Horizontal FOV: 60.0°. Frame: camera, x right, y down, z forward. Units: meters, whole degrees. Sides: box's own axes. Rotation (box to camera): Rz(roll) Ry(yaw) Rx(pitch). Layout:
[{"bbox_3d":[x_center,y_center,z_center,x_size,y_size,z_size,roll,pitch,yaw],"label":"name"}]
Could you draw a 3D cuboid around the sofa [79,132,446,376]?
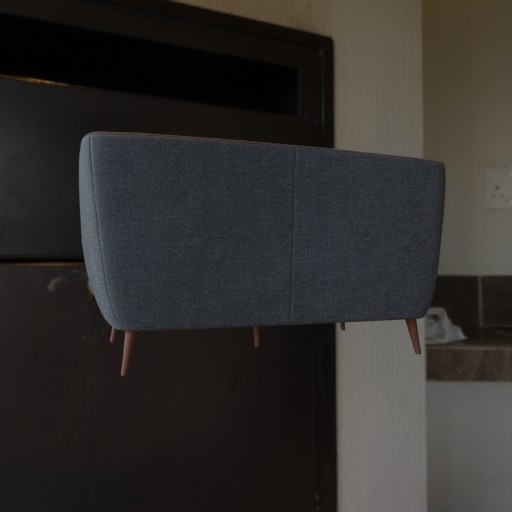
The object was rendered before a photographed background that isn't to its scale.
[{"bbox_3d":[0.000,0.000,2.186,1.646,0.887,0.976,0,-1,-18],"label":"sofa"}]
